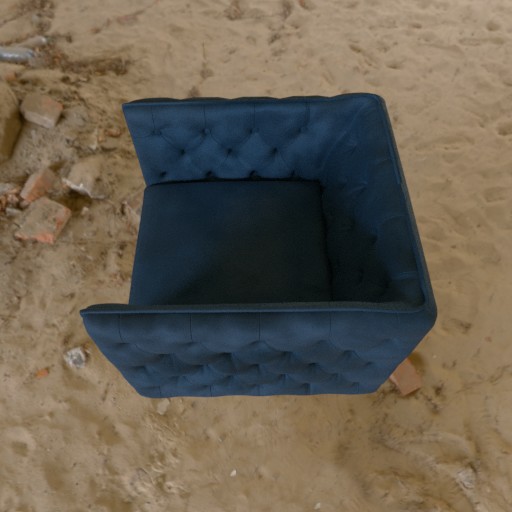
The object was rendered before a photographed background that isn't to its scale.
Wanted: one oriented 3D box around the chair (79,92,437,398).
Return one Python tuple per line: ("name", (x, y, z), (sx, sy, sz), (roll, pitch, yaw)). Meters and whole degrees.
("chair", (0.000, 0.000, 1.568), (0.877, 0.771, 0.868), (-1, 59, -1))
